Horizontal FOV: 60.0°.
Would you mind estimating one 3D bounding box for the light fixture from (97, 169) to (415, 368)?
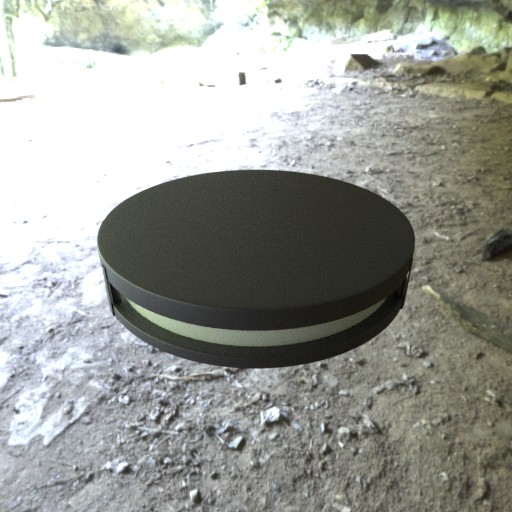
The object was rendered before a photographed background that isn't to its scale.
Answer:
[{"bbox_3d":[0.000,0.000,0.541,0.356,0.102,0.356,0,30,0],"label":"light fixture"}]
